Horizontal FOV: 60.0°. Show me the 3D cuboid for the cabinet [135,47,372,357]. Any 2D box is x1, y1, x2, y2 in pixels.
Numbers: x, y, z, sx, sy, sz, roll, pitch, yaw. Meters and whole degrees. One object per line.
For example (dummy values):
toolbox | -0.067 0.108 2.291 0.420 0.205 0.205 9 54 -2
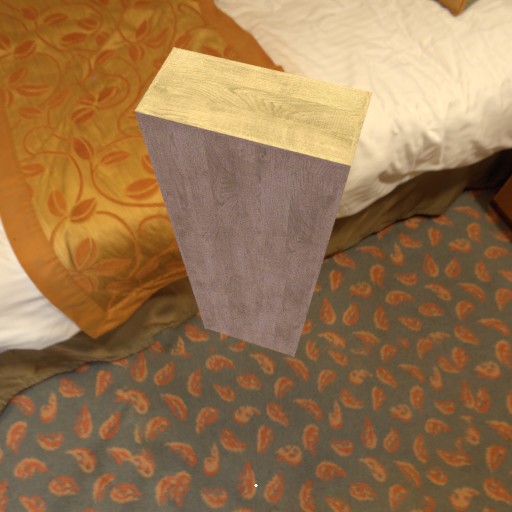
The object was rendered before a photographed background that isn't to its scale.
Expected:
cabinet | 0.000 0.000 1.783 0.520 1.630 0.250 16 64 8
